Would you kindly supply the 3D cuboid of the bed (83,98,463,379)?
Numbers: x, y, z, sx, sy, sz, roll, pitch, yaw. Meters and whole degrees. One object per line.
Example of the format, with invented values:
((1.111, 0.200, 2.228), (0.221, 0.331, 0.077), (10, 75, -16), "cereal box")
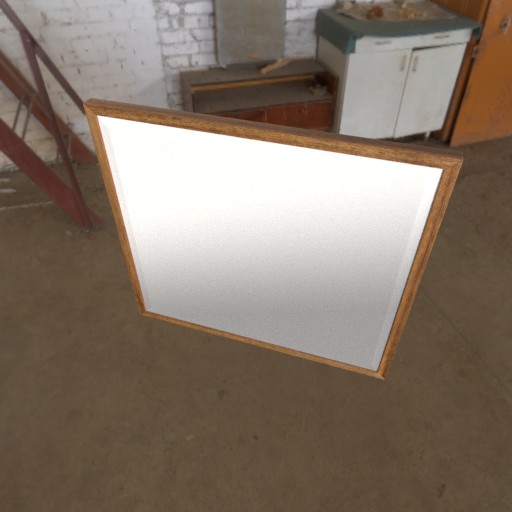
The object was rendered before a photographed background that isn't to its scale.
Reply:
((0.000, 0.000, 1.495), (1.041, 0.940, 0.043), (12, 44, 13), "bed")
